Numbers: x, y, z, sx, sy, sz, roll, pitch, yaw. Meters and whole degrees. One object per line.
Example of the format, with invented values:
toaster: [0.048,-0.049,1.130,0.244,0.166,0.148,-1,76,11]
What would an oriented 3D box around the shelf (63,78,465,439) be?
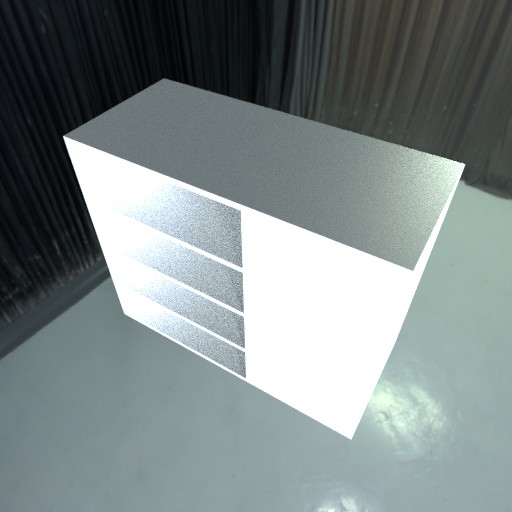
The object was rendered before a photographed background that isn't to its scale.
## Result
shelf: [0.000,0.000,1.331,0.895,0.732,0.396,23,50,21]
